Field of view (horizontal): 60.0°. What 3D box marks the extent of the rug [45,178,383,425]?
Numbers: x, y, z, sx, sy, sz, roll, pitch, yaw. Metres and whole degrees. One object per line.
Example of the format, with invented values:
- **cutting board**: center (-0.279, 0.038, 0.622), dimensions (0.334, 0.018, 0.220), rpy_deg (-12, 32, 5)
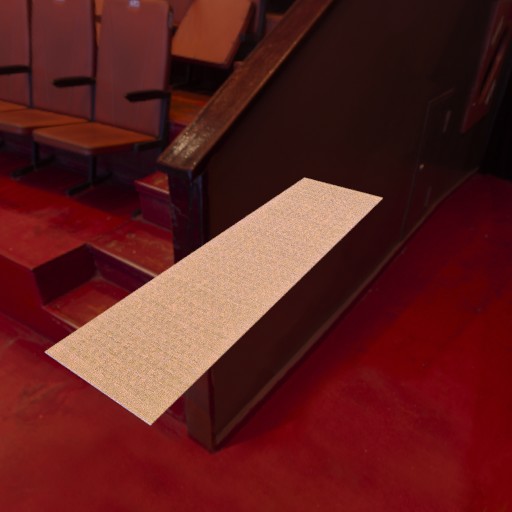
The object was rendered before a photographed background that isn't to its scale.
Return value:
- **rug**: center (0.000, 0.000, 2.721), dimensions (0.686, 0.006, 2.437), rpy_deg (21, 38, 28)
